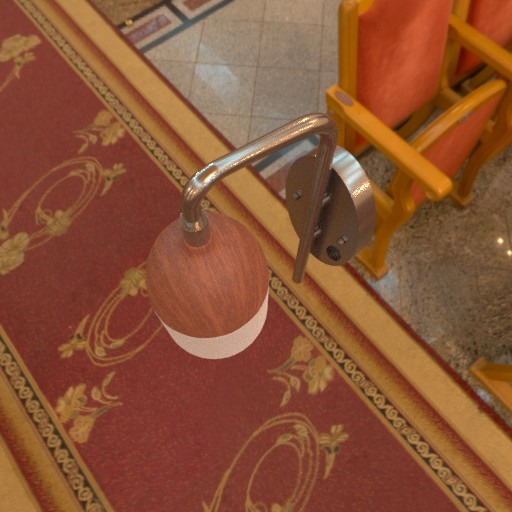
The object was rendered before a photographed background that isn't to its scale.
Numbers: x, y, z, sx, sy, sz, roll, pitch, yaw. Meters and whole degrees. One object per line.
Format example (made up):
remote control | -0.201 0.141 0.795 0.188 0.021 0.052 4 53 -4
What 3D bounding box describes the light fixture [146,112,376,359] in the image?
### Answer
light fixture | 0.000 0.000 0.429 0.216 0.343 0.108 -36 70 -15
